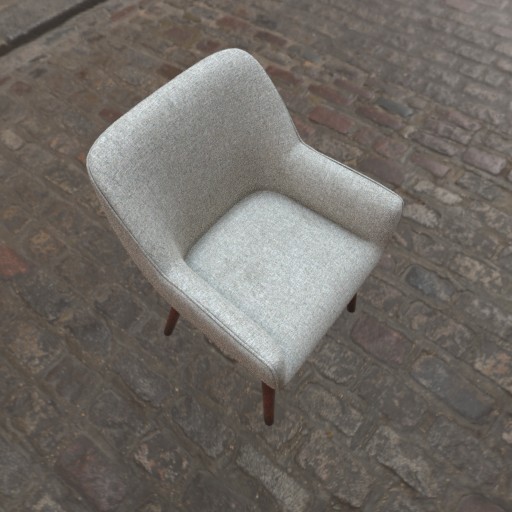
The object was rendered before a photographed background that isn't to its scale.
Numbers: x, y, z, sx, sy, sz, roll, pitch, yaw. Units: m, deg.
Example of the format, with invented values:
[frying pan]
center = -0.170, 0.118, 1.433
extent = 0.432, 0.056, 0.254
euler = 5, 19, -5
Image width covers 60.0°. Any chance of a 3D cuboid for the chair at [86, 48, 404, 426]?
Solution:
[chair]
center = 0.000, 0.000, 1.161
extent = 0.519, 0.803, 0.543
euler = 33, 63, 19
